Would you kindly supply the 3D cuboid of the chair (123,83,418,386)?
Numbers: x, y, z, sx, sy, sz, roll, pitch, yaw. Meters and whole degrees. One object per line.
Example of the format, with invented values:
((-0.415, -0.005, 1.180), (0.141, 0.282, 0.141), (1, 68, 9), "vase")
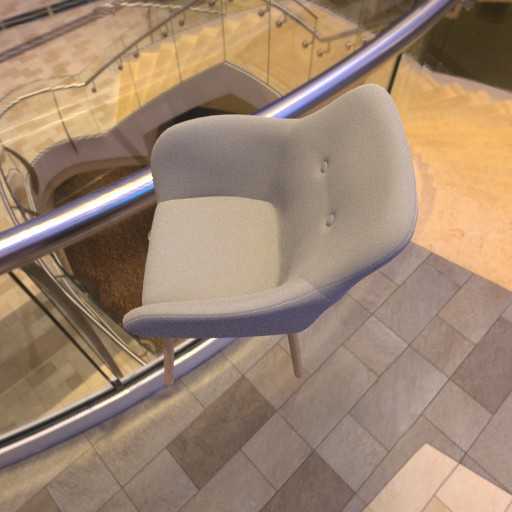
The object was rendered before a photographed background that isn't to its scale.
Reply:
((0.000, 0.000, 1.192), (0.590, 0.830, 0.570), (0, 58, 0), "chair")
